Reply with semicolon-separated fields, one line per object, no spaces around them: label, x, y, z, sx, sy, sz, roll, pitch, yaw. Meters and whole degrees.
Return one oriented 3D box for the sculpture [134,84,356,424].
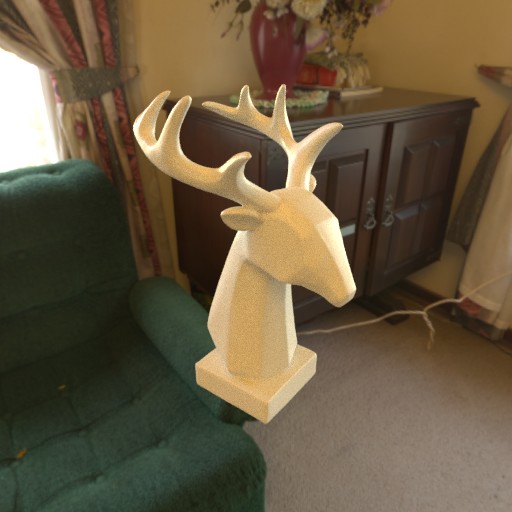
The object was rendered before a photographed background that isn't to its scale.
sculpture;0.000;0.000;0.461;0.224;0.329;0.174;18;32;33
